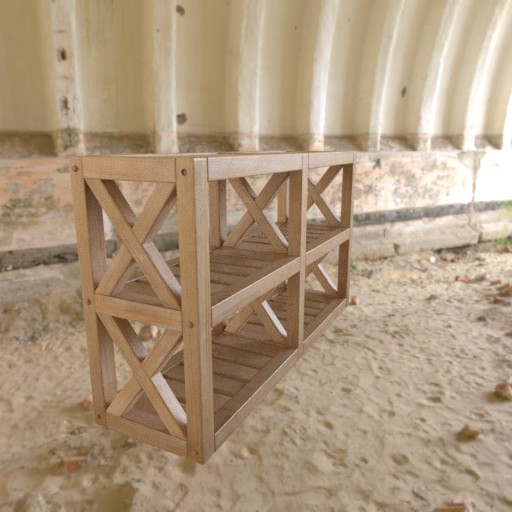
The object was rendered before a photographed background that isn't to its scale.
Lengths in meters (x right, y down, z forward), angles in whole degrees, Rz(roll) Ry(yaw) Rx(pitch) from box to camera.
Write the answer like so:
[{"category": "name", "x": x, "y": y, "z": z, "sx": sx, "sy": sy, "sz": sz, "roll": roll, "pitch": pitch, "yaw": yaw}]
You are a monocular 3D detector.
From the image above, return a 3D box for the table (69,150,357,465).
[{"category": "table", "x": 0.000, "y": 0.000, "z": 1.677, "sx": 0.381, "sy": 0.762, "sz": 1.320, "roll": 7, "pitch": 16, "yaw": 27}]
